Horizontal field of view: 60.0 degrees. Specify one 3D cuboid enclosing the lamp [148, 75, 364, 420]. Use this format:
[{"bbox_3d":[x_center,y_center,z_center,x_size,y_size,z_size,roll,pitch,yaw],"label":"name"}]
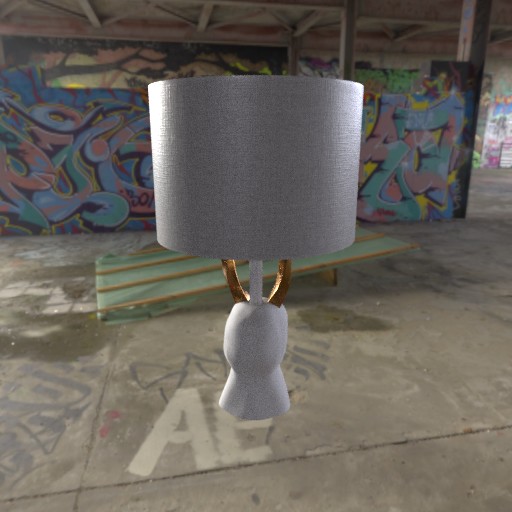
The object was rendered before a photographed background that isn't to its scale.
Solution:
[{"bbox_3d":[0.000,0.000,0.694,0.298,0.503,0.298,2,15,9],"label":"lamp"}]
